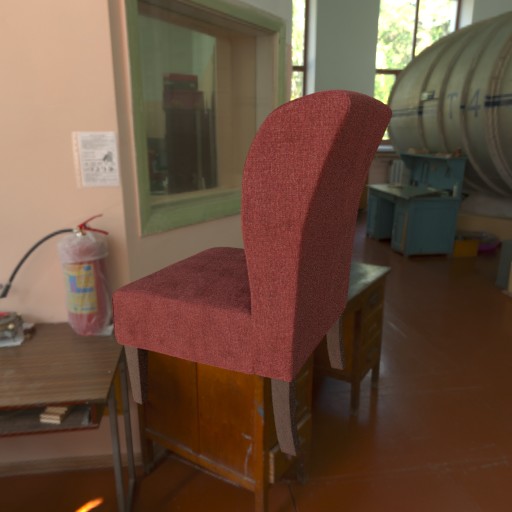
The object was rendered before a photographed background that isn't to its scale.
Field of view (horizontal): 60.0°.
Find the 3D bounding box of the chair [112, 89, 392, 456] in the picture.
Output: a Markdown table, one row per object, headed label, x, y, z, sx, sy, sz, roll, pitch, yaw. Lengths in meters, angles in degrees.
| label | x | y | z | sx | sy | sz | roll | pitch | yaw |
| --- | --- | --- | --- | --- | --- | --- | --- | --- | --- |
| chair | 0.000 | 0.000 | 1.273 | 0.640 | 0.846 | 0.538 | 7 | 17 | 25 |
